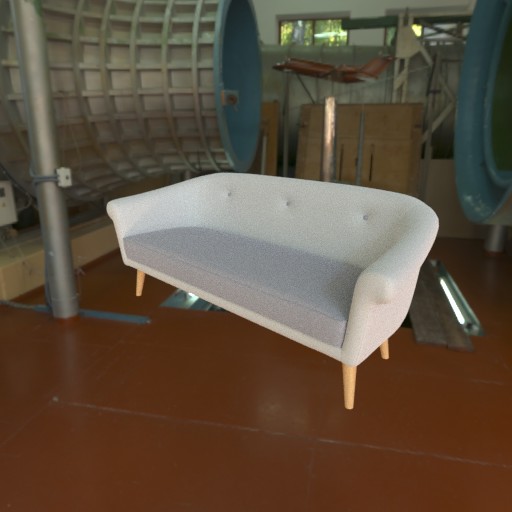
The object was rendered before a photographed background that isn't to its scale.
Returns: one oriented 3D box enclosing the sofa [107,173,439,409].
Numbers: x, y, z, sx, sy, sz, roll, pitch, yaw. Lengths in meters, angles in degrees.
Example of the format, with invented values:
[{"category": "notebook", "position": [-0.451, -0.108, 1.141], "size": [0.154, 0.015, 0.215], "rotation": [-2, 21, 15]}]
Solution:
[{"category": "sofa", "position": [0.000, 0.000, 2.564], "size": [0.827, 0.795, 2.160], "rotation": [-15, 22, -41]}]
